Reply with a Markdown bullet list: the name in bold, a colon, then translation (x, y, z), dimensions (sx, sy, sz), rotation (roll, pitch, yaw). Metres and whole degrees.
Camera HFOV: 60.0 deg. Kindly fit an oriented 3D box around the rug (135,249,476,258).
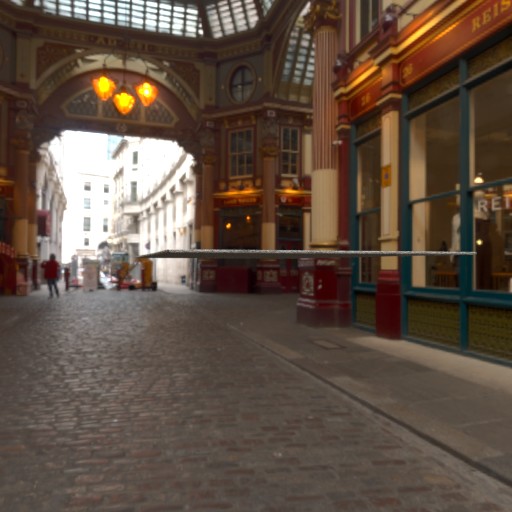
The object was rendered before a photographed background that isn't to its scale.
- **rug**: translation (0.000, 0.000, 4.903), dimensions (2.393, 0.019, 3.824), rotation (0, -1, -18)
